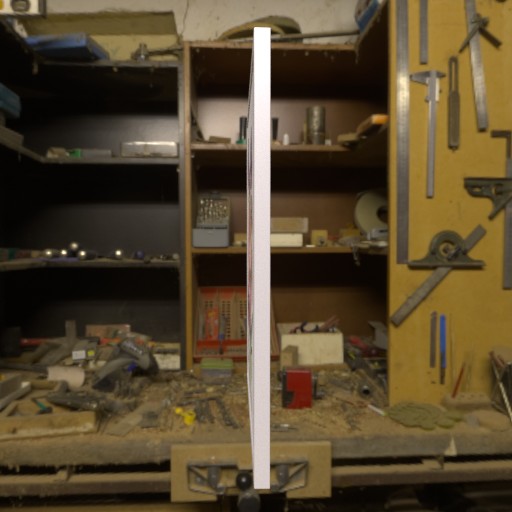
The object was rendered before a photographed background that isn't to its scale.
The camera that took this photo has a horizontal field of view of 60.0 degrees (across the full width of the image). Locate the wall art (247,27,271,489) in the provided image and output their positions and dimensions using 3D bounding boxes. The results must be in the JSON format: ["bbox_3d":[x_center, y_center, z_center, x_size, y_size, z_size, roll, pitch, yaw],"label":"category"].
[{"bbox_3d":[0.000,0.000,1.414,0.042,1.056,0.805,0,2,-2],"label":"wall art"}]
